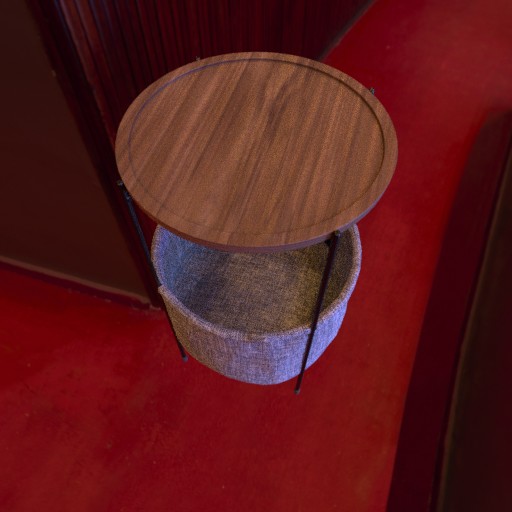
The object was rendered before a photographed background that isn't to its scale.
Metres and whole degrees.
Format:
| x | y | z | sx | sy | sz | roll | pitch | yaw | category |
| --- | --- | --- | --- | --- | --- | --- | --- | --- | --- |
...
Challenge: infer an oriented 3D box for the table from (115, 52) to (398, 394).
| x | y | z | sx | sy | sz | roll | pitch | yaw | category |
| --- | --- | --- | --- | --- | --- | --- | --- | --- | --- |
| 0.000 | 0.000 | 0.873 | 0.400 | 0.623 | 0.400 | 14 | 58 | 9 | table |
